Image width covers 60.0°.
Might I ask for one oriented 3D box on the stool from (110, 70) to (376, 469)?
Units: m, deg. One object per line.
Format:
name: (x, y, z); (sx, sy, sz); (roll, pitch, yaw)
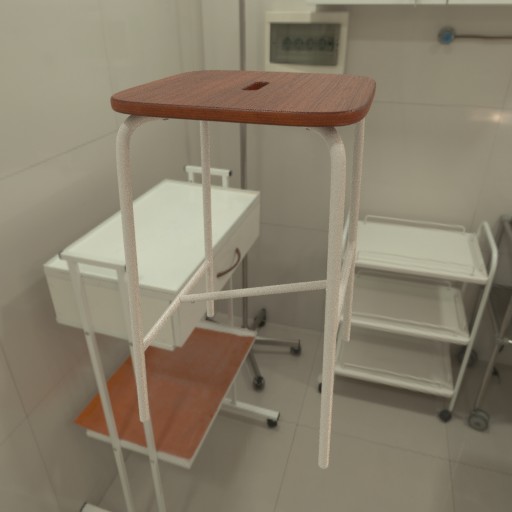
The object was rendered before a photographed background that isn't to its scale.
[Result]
stool: (0.000, 0.000, 0.841); (0.376, 0.610, 0.376); (8, 30, 14)
